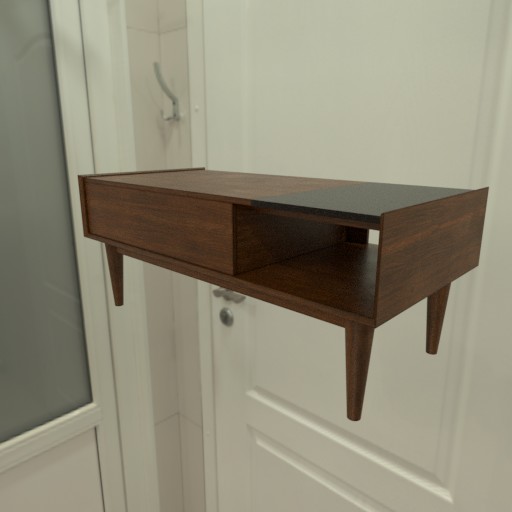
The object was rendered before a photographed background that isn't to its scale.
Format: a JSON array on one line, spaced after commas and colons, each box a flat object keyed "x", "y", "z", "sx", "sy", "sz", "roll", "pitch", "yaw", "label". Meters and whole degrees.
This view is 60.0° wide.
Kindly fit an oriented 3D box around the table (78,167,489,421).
[{"x": 0.000, "y": 0.000, "z": 1.498, "sx": 1.221, "sy": 0.508, "sz": 0.610, "roll": 14, "pitch": 20, "yaw": 41, "label": "table"}]
